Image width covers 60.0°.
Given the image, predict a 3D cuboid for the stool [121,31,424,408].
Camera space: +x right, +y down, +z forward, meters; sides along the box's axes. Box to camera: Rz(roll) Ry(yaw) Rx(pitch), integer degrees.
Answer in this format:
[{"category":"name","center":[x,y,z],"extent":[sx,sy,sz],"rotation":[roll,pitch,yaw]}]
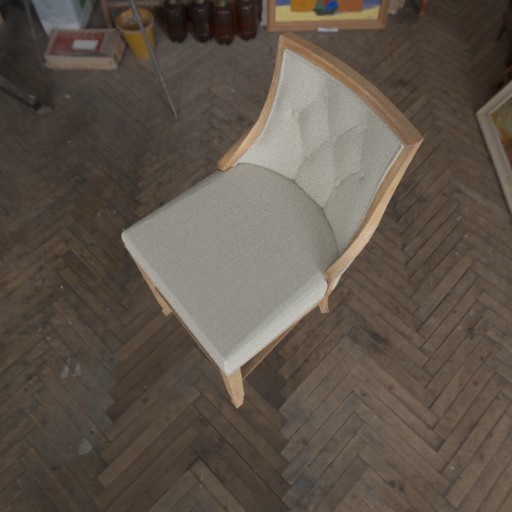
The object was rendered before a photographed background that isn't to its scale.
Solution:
[{"category":"stool","center":[0.000,0.000,1.425],"extent":[0.626,1.101,0.524],"rotation":[-37,69,-16]}]
